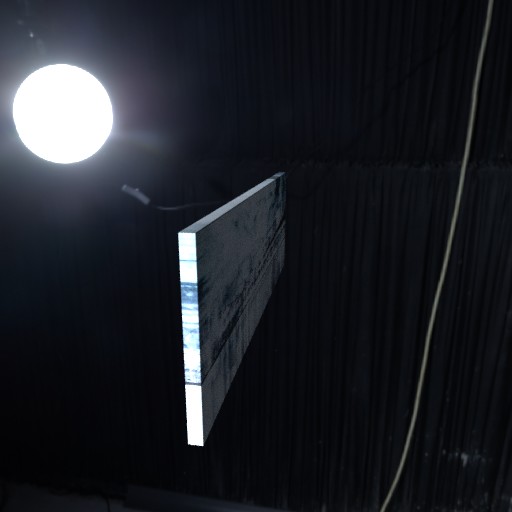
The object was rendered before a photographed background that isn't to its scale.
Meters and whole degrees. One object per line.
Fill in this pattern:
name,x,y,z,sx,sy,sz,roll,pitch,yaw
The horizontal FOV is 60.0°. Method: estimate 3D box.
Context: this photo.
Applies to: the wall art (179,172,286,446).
wall art,0.000,0.000,1.692,0.037,0.509,1.524,3,16,10
